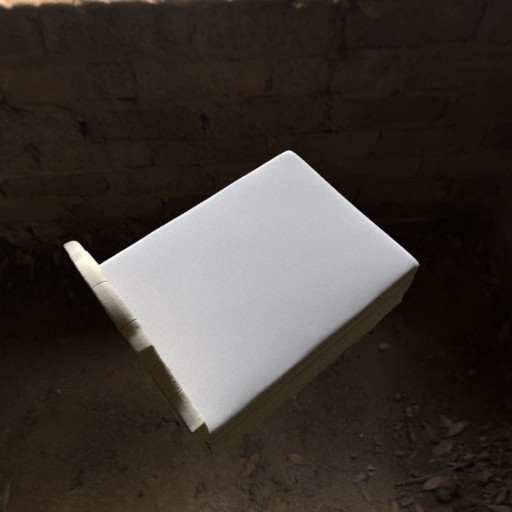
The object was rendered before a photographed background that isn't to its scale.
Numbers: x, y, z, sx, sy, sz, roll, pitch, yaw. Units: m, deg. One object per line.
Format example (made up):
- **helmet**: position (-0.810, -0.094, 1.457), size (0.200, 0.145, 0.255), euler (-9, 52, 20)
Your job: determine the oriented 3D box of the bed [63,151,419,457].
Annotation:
- **bed**: position (0.000, 0.000, 3.197), size (2.092, 1.575, 1.627), euler (-35, 65, -18)
